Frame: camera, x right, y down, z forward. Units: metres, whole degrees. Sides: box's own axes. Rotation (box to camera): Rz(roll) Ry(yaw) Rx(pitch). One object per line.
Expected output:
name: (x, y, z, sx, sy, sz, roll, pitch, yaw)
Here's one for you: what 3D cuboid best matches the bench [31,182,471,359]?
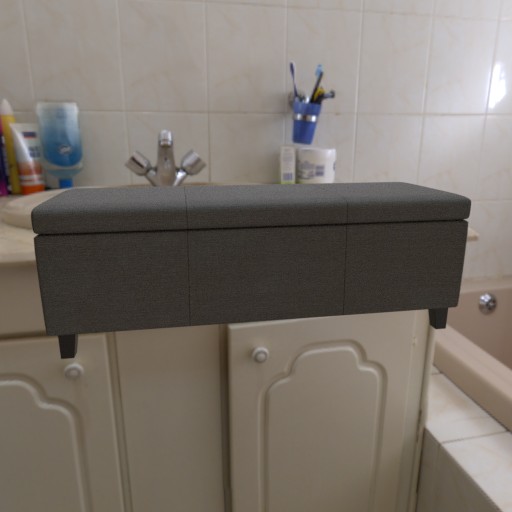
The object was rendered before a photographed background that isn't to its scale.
bench: (0.000, 0.000, 1.483, 1.269, 0.438, 0.446, -3, 16, -9)
